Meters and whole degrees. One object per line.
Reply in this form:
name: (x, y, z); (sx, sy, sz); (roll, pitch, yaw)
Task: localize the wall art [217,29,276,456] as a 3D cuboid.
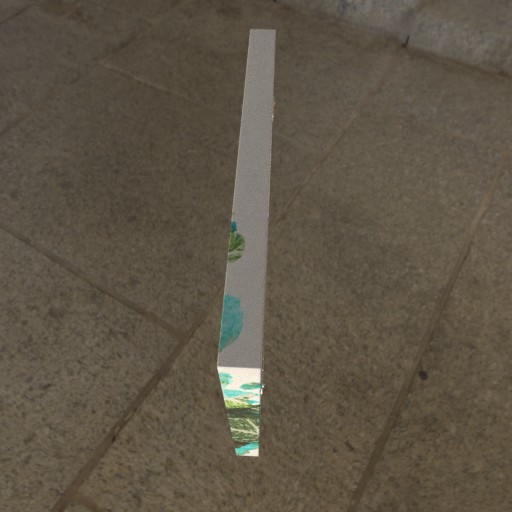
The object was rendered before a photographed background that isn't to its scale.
wall art: (0.000, 0.000, 0.690); (0.041, 0.435, 0.507); (2, 57, 2)
